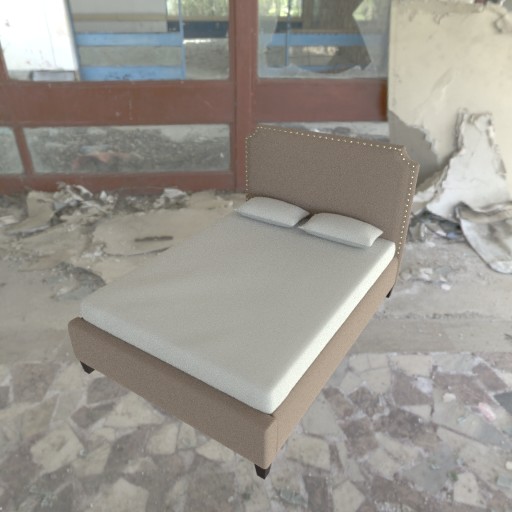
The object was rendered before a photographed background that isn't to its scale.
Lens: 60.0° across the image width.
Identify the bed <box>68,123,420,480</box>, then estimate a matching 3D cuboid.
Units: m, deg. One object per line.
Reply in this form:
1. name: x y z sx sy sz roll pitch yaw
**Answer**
1. bed: 0.000 0.000 3.483 1.713 1.443 2.372 18 34 28
